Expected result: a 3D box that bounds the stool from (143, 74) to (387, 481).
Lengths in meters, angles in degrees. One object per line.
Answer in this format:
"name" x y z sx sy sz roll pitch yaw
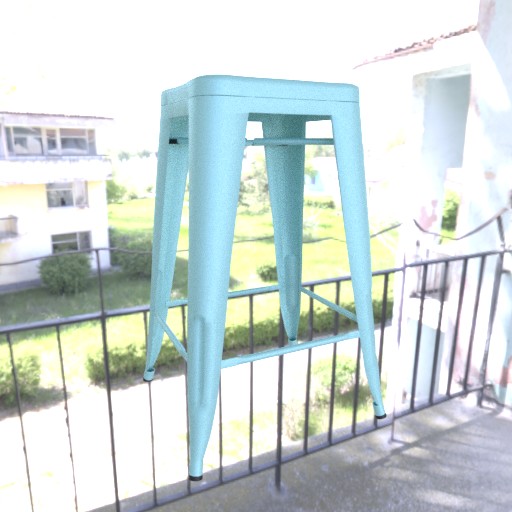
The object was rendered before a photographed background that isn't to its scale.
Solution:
"stool" 0.000 0.000 0.852 0.399 0.609 0.359 -7 16 -25
